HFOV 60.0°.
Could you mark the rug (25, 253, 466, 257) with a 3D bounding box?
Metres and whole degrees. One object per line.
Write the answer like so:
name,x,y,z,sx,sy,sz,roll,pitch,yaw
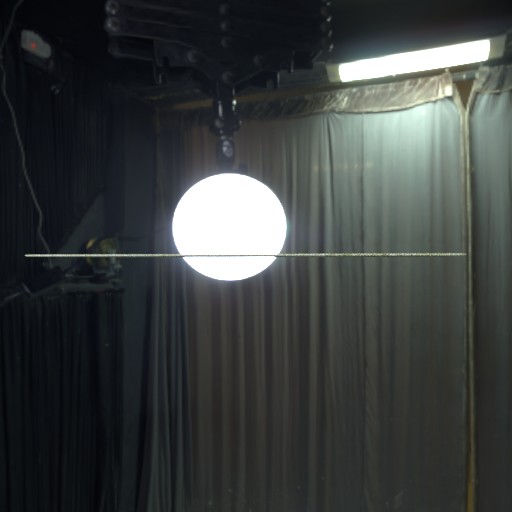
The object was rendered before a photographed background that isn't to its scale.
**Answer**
rug,0.000,0.000,2.190,1.758,0.010,1.143,0,0,18
